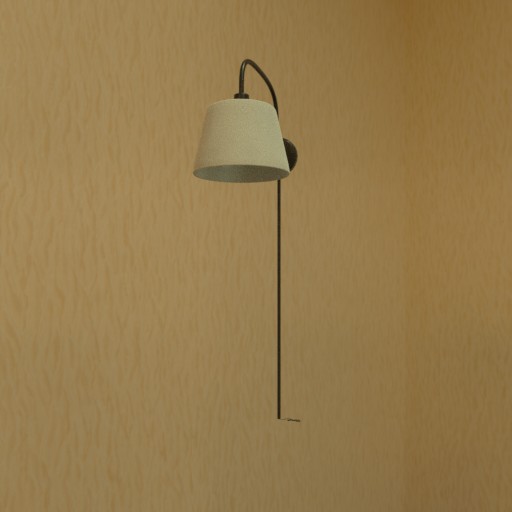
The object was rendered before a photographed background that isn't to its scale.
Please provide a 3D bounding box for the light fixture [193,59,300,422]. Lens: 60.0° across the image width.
[{"bbox_3d":[0.000,0.000,0.463,0.092,0.399,0.176,0,0,19],"label":"light fixture"}]
